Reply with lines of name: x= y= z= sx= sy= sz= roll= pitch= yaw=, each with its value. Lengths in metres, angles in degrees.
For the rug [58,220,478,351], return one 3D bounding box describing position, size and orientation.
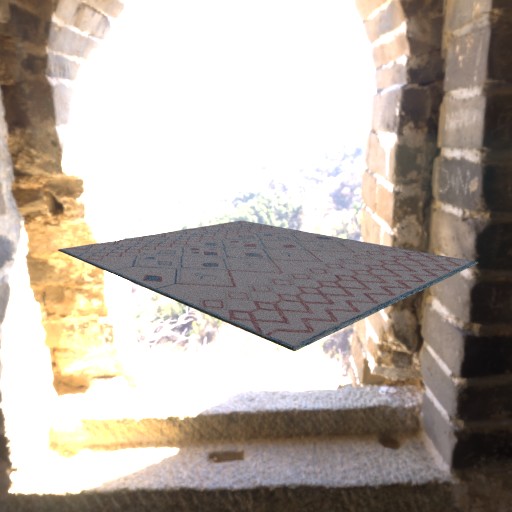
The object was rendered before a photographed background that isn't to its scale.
rug: x=0.000 y=0.000 z=4.095 sx=2.441 sy=0.016 sz=3.050 roll=-13 pitch=19 yaw=-43
